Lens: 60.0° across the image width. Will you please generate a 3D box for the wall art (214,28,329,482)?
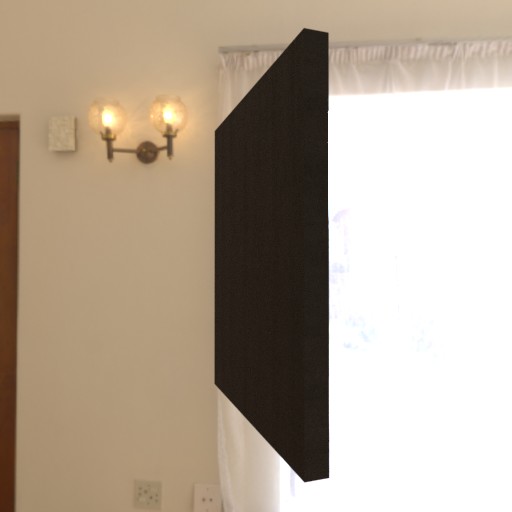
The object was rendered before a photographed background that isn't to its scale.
[{"bbox_3d":[0.000,0.000,0.759,0.034,0.552,0.455,0,-1,-19],"label":"wall art"}]
